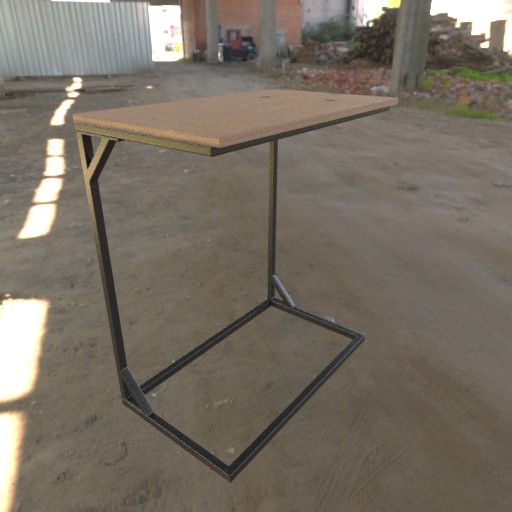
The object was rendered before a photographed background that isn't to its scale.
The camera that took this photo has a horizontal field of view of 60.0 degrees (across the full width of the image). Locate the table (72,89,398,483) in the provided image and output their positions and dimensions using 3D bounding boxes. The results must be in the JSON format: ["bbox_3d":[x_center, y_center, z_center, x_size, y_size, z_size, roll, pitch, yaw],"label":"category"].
[{"bbox_3d":[0.000,0.000,1.035,0.351,0.673,0.597,19,31,34],"label":"table"}]
